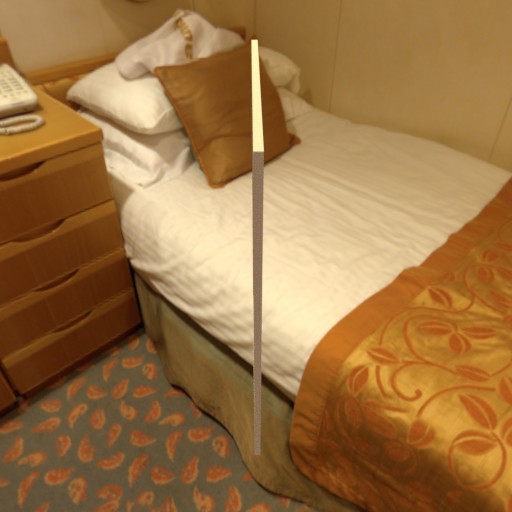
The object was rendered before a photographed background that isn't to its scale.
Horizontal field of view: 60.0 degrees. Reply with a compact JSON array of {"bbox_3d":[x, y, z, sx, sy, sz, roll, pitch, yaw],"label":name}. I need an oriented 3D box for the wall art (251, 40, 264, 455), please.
[{"bbox_3d":[0.000,0.000,0.851,0.011,0.659,0.454,0,39,-1],"label":"wall art"}]
